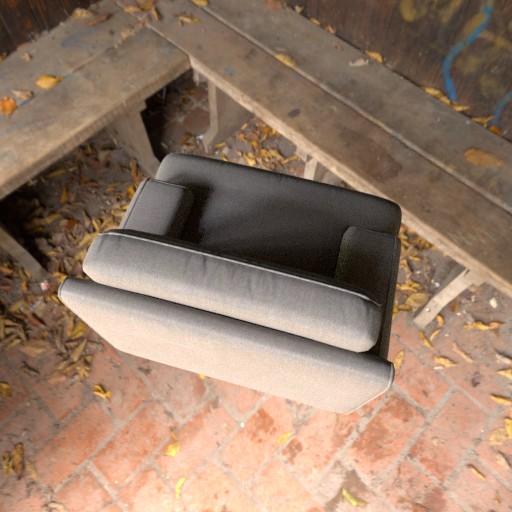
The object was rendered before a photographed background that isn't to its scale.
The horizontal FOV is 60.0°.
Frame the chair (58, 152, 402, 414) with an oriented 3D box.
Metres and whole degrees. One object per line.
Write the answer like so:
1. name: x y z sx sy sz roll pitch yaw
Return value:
1. chair: 0.000 0.000 2.028 1.270 0.974 1.043 14 65 7
